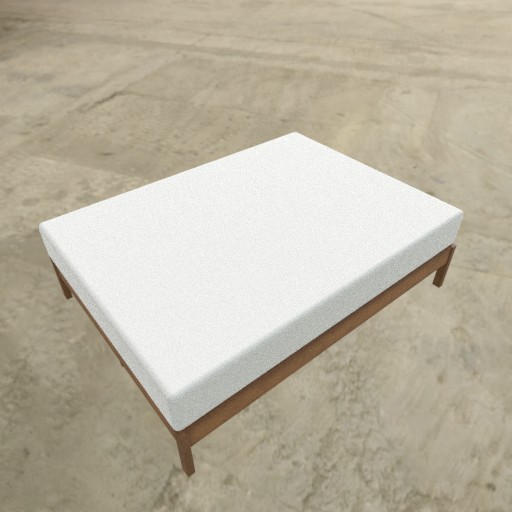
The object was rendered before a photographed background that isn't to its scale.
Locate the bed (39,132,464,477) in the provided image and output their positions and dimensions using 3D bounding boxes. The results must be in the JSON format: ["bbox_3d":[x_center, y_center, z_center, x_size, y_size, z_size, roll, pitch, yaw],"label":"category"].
[{"bbox_3d":[0.000,0.000,2.795,2.050,0.593,1.529,-27,47,-29],"label":"bed"}]
